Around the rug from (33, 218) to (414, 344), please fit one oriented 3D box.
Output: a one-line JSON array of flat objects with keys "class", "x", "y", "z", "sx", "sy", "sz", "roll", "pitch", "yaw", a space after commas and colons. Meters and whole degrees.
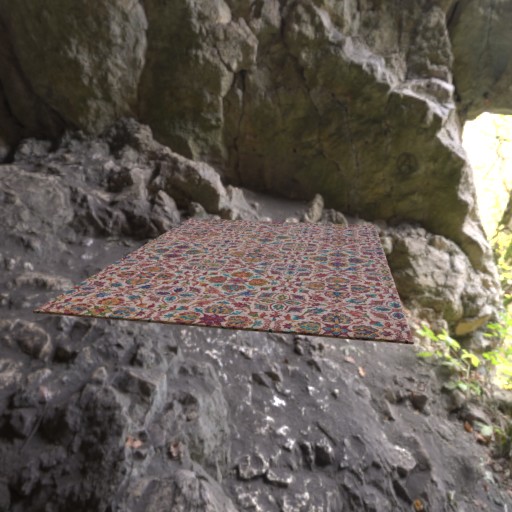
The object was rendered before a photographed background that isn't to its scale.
[{"class": "rug", "x": 0.000, "y": 0.000, "z": 4.261, "sx": 2.446, "sy": 0.020, "sz": 3.215, "roll": 3, "pitch": 16, "yaw": 10}]
